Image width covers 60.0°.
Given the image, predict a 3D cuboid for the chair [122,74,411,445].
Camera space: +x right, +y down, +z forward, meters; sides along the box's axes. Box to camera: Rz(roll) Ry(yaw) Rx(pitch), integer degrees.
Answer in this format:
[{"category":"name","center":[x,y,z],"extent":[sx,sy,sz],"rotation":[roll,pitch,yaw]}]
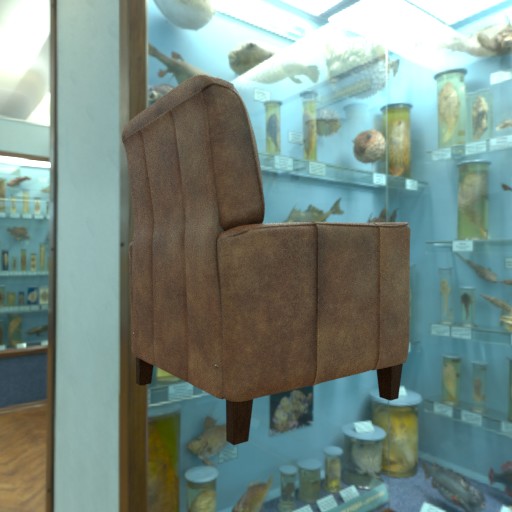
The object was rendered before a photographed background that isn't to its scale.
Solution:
[{"category":"chair","center":[0.000,0.000,1.698],"extent":[0.836,1.043,0.843],"rotation":[0,0,-35]}]
